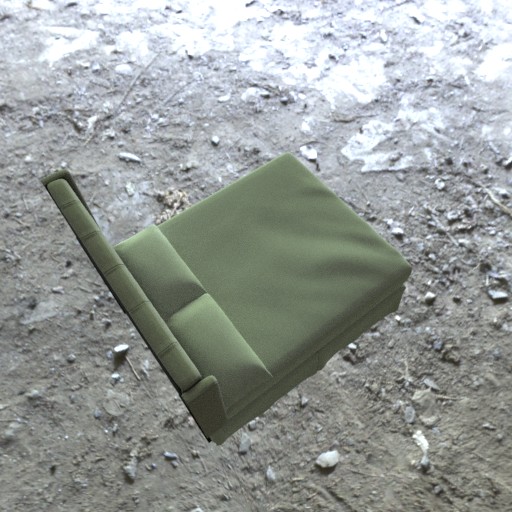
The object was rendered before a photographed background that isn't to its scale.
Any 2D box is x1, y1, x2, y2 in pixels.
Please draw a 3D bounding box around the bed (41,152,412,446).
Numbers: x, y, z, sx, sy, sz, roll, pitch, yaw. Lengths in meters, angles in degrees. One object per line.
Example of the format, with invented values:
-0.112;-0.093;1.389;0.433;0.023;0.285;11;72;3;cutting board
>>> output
0.000;0.000;3.405;2.066;1.665;1.719;-33;65;-18;bed
